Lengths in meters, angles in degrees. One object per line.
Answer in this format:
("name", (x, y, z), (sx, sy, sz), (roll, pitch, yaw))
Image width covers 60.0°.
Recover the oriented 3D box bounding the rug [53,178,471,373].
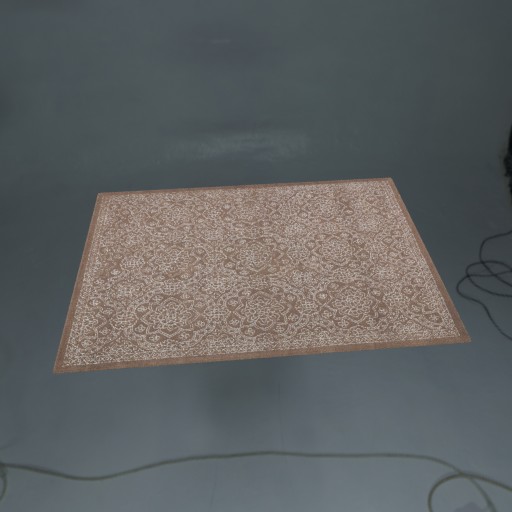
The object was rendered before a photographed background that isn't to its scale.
("rug", (0.000, 0.000, 2.929), (2.286, 0.011, 1.524), (-4, 46, -3))
